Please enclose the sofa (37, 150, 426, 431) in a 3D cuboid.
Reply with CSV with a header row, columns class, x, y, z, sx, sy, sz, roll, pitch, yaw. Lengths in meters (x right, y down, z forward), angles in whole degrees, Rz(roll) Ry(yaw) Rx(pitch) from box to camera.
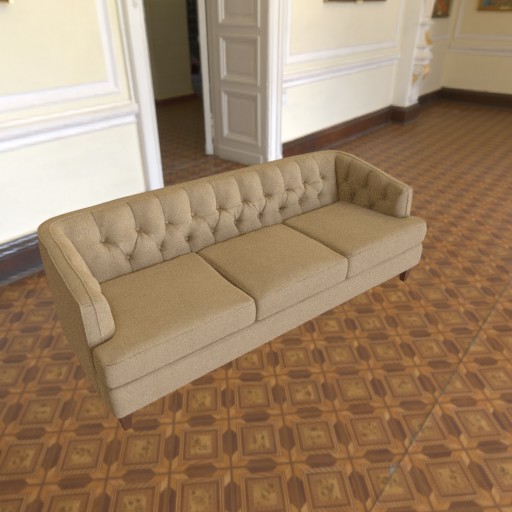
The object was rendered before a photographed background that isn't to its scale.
class,x,y,z,sx,sy,sz,roll,pitch,yaw
sofa,0.000,0.000,2.696,2.235,0.788,0.913,-21,36,-32
